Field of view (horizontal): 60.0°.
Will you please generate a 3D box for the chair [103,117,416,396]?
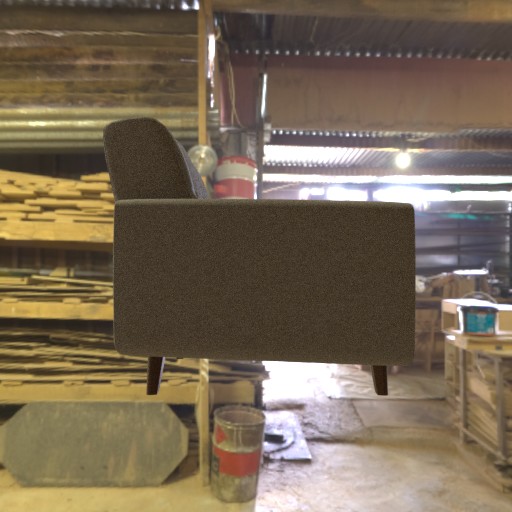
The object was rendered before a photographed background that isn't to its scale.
[{"bbox_3d":[0.000,0.000,1.587,0.907,0.839,0.831,0,0,0],"label":"chair"}]
